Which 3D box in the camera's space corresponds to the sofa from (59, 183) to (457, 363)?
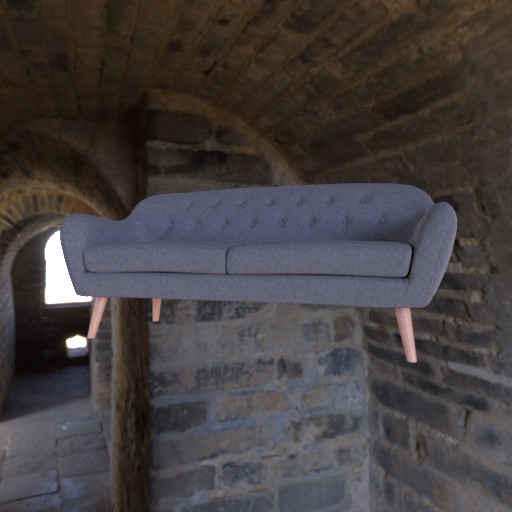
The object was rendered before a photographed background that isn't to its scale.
[{"bbox_3d":[0.000,0.000,2.274,1.840,0.820,0.820,0,0,19],"label":"sofa"}]
